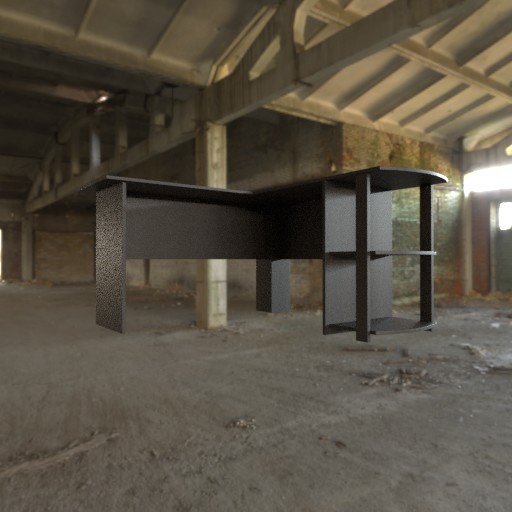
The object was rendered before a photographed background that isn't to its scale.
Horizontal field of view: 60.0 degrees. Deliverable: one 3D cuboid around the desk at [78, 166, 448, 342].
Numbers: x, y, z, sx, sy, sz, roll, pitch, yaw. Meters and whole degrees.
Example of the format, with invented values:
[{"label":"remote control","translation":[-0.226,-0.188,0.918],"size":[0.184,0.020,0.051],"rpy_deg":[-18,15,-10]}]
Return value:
[{"label":"desk","translation":[0.000,0.000,2.160],"size":[1.303,0.716,1.361],"rpy_deg":[0,-1,-37]}]
